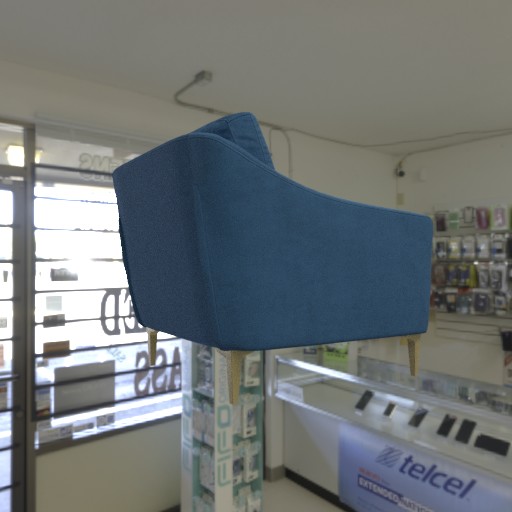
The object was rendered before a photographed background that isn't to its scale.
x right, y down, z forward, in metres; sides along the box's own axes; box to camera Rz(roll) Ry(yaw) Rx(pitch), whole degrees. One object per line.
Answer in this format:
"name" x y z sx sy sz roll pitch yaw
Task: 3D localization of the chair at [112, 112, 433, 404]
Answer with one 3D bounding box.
"chair" 0.000 0.000 1.768 0.961 0.899 0.987 1 -1 -36
